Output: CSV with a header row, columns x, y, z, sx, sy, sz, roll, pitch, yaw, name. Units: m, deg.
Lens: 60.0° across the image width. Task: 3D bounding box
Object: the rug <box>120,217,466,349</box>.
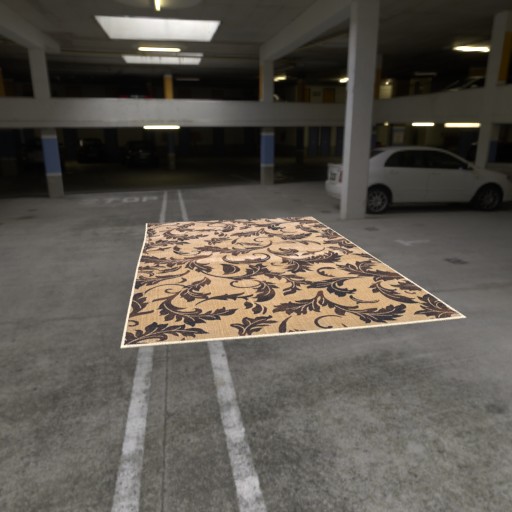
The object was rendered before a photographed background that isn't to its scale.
x,y,z,sx,sy,sz,roll,pitch,yaw,name
0.000,0.000,2.936,1.522,0.008,2.284,-3,17,-11,rug
